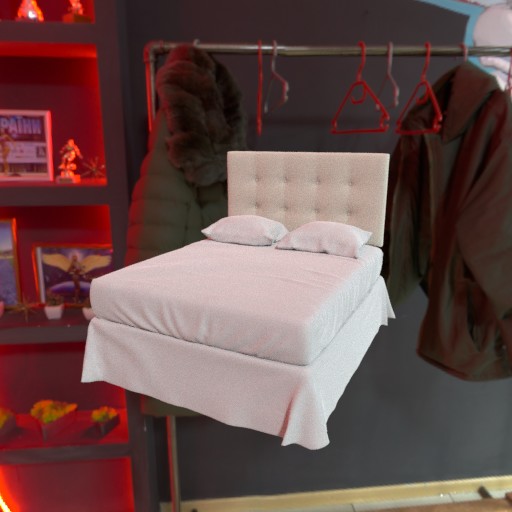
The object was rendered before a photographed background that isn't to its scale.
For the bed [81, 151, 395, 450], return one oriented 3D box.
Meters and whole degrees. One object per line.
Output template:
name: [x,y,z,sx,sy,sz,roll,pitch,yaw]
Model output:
bed: [0.000,0.000,3.568,1.936,1.577,2.222,7,17,26]
